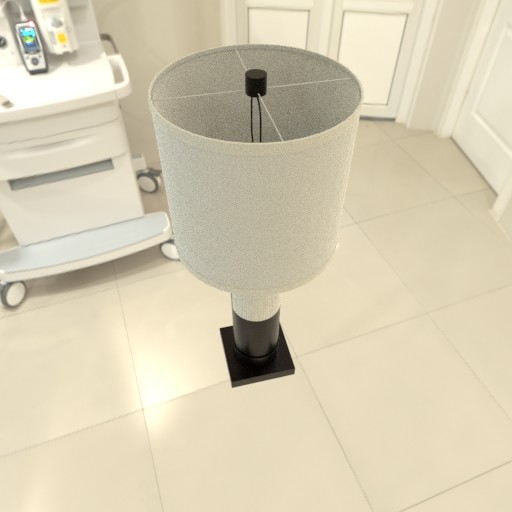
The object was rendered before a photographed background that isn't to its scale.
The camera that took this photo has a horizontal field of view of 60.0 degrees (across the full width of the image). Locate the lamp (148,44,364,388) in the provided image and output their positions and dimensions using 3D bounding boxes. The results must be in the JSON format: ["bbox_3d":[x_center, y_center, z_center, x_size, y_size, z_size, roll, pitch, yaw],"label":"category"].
[{"bbox_3d":[0.000,0.000,0.611,0.211,0.509,0.211,-10,47,-9],"label":"lamp"}]
